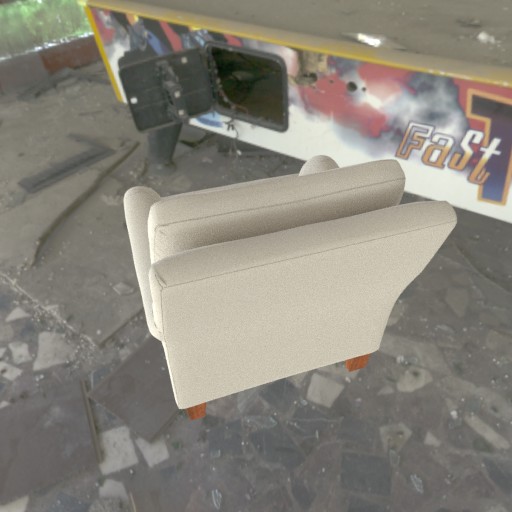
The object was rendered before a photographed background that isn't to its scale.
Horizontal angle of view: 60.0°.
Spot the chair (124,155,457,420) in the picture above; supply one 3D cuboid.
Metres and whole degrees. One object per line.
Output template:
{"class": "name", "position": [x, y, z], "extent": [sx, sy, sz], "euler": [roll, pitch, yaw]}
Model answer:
{"class": "chair", "position": [0.000, 0.000, 1.829], "extent": [0.955, 1.038, 1.070], "euler": [-13, 43, -14]}
